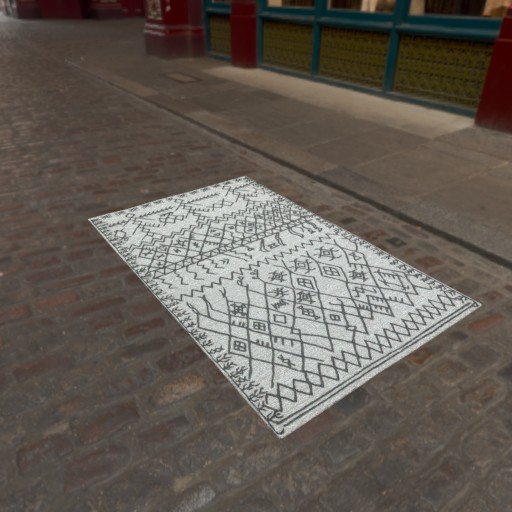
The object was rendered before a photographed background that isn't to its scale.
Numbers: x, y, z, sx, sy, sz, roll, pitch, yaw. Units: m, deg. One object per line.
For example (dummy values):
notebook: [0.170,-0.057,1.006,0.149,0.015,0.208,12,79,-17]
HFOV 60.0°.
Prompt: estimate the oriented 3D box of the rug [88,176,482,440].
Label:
rug: [0.000,0.000,4.805,2.393,0.019,3.824,-21,38,-30]
